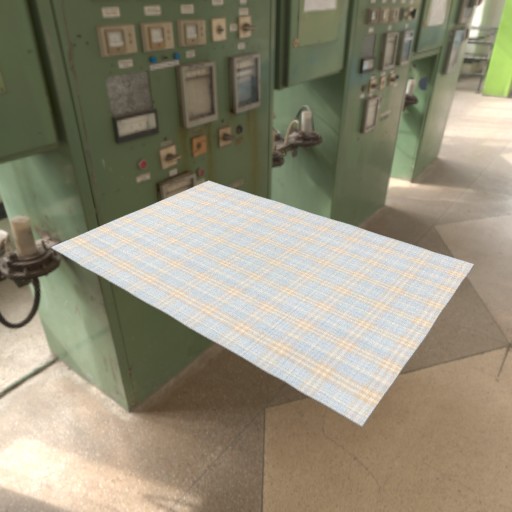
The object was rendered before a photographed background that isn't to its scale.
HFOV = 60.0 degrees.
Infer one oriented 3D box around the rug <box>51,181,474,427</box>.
[{"bbox_3d":[0.000,0.000,2.296,1.835,0.012,1.231,22,38,32],"label":"rug"}]
